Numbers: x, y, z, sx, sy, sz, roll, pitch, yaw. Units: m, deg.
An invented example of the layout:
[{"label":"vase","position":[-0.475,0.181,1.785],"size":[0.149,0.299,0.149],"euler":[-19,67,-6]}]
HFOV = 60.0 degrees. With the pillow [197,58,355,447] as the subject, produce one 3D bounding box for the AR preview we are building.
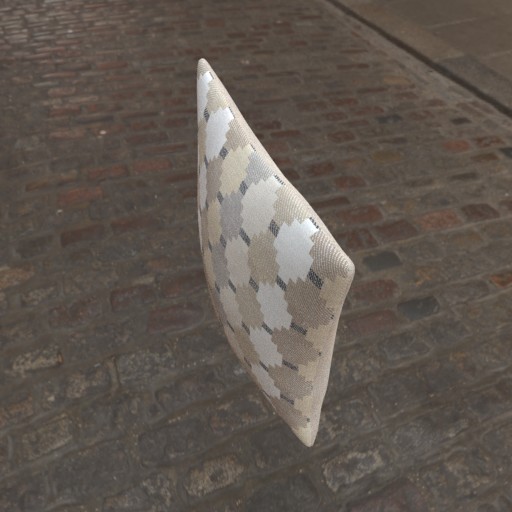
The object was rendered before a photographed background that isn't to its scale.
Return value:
[{"label":"pillow","position":[0.000,0.000,0.868],"size":[0.192,0.558,0.578],"euler":[-17,49,-15]}]
